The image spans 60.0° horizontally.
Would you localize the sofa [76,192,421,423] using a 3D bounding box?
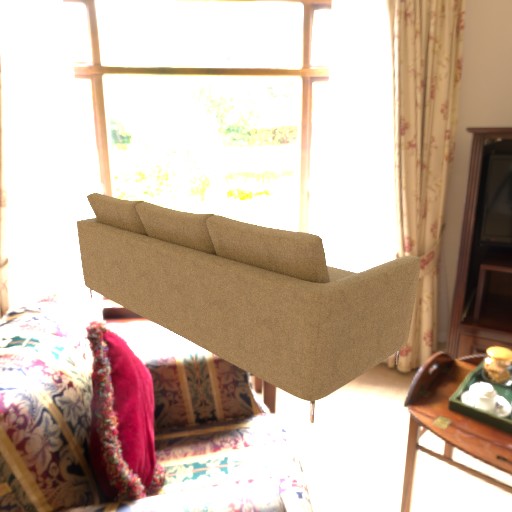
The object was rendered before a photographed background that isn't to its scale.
[{"bbox_3d":[0.000,0.000,3.208,1.626,0.864,2.438,-14,20,-43],"label":"sofa"}]
